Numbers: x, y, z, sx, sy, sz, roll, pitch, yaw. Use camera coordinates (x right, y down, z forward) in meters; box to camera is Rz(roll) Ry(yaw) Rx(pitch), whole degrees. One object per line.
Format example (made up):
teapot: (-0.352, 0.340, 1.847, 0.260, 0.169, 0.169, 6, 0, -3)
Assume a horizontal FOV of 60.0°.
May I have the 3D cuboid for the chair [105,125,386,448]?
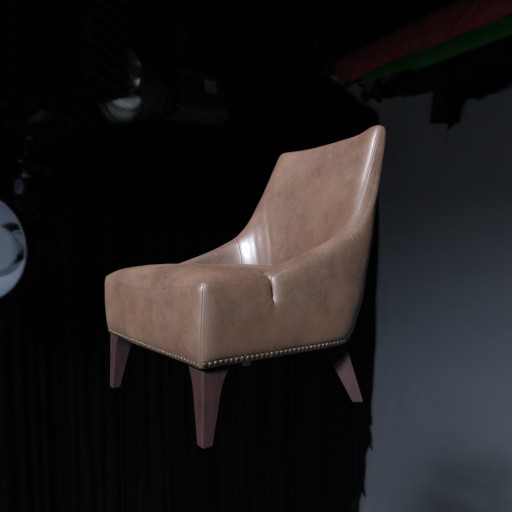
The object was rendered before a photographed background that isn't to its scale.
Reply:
chair: (0.000, 0.000, 1.528, 0.861, 0.909, 0.701, 0, -1, -37)
